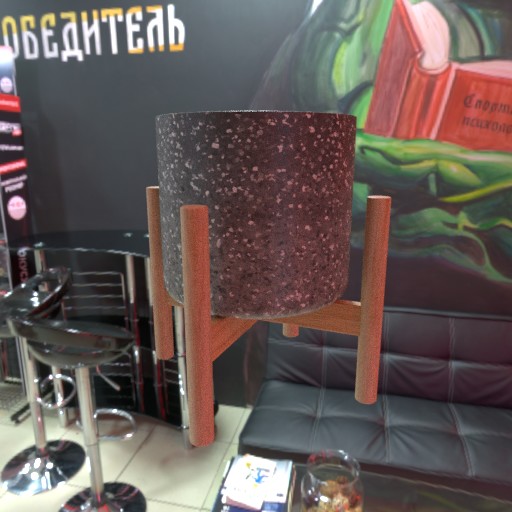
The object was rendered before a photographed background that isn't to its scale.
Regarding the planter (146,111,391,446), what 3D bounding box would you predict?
[{"bbox_3d":[0.000,0.000,0.538,0.284,0.320,0.284,-13,19,-43],"label":"planter"}]
